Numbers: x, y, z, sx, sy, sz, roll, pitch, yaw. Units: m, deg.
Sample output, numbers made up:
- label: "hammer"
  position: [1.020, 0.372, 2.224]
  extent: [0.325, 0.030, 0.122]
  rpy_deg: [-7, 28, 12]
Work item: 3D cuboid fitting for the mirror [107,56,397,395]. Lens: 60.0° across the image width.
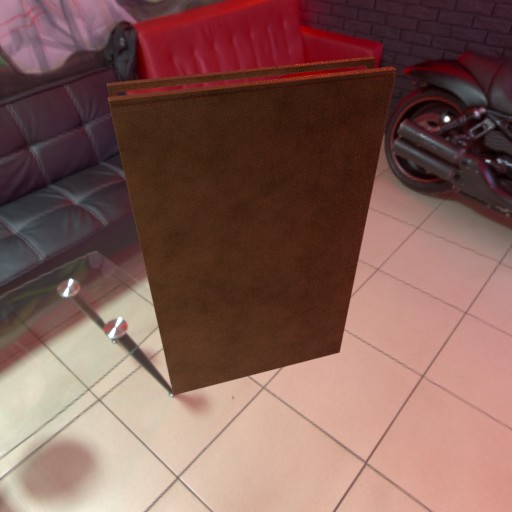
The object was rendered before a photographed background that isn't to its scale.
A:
- label: "mirror"
  position: [0.000, 0.000, 0.966]
  extent: [0.468, 0.768, 0.082]
  rpy_deg: [-11, 42, -13]
